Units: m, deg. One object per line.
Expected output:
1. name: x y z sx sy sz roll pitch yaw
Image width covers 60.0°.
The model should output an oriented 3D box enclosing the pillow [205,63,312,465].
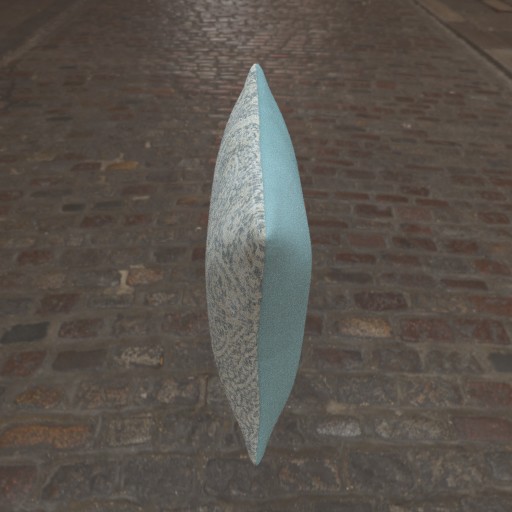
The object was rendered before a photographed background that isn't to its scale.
1. pillow: 0.000 0.000 0.796 0.166 0.507 0.526 -1 41 -1
